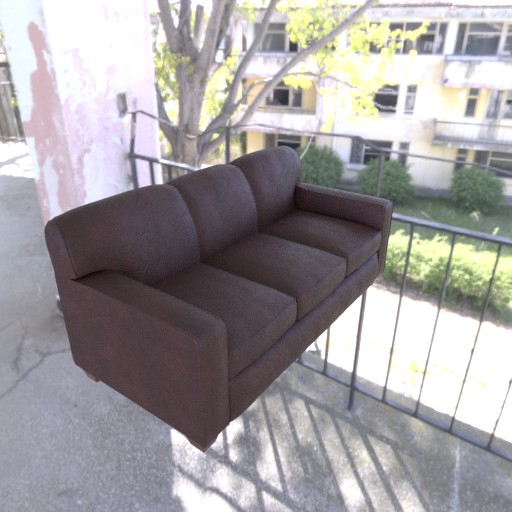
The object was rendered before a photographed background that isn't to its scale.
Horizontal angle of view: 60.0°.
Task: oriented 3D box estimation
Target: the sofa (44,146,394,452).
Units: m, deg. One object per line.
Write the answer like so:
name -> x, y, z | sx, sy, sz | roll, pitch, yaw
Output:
sofa -> 0.000, 0.000, 2.677 | 1.008, 0.953, 2.039 | 17, 31, 32
